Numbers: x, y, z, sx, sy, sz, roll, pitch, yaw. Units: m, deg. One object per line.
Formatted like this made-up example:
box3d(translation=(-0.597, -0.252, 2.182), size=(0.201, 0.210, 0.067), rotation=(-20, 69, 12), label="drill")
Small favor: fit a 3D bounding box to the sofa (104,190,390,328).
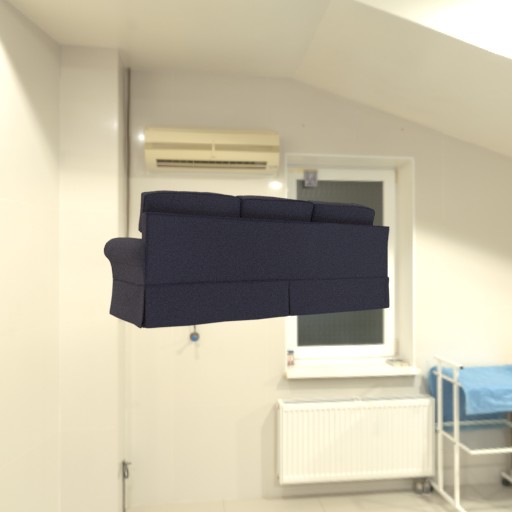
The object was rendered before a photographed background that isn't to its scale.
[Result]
box3d(translation=(0.000, 0.000, 5.247), size=(2.874, 1.169, 3.773), rotation=(0, 0, 0), label="sofa")
